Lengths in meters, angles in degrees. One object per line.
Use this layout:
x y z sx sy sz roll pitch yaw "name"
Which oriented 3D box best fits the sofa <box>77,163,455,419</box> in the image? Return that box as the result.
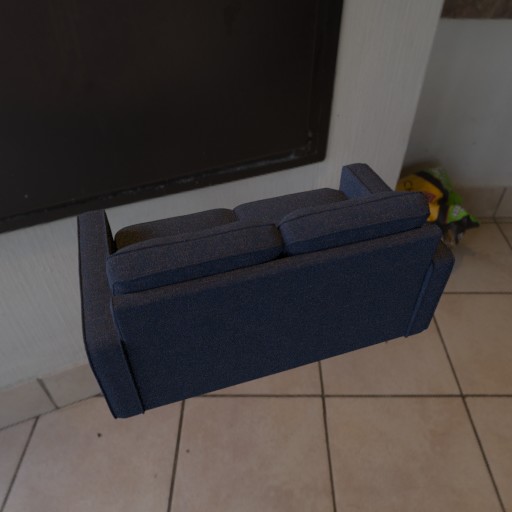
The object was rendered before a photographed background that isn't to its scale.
0.000 0.000 2.303 1.709 0.918 0.947 -13 44 -13 "sofa"
